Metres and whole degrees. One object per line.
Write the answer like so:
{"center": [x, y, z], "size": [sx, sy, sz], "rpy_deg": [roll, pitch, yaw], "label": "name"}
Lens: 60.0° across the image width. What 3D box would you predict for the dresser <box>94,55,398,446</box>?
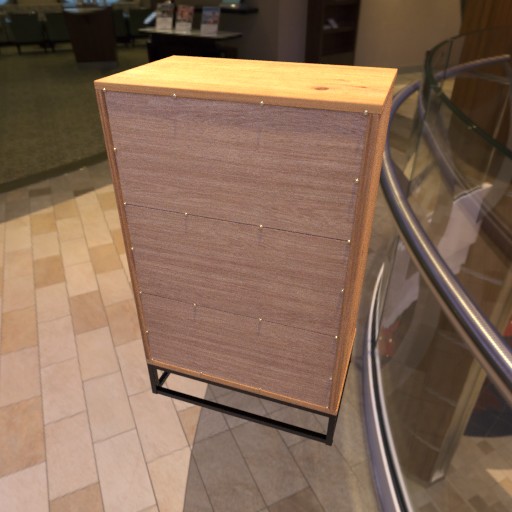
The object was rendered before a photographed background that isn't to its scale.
{"center": [0.000, 0.000, 1.604], "size": [0.761, 1.240, 0.479], "rpy_deg": [11, 34, 16], "label": "dresser"}
